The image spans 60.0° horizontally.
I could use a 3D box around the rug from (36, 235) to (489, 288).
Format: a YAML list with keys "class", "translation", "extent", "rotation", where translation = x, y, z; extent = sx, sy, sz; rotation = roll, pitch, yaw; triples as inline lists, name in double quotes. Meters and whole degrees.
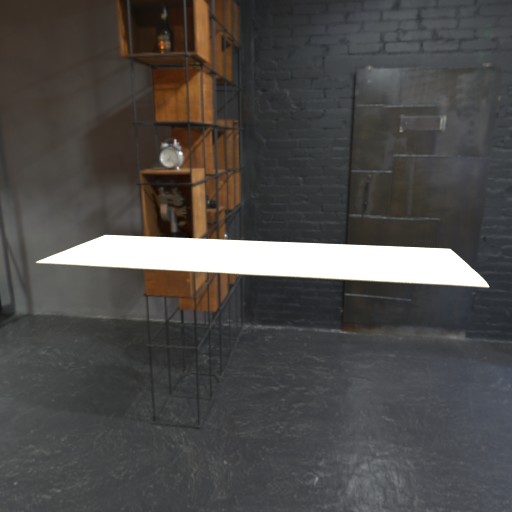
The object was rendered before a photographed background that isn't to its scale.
- class: "rug"
  translation: [0.000, 0.000, 2.721]
  extent: [2.450, 0.014, 0.793]
  rotation: [3, 15, 10]
